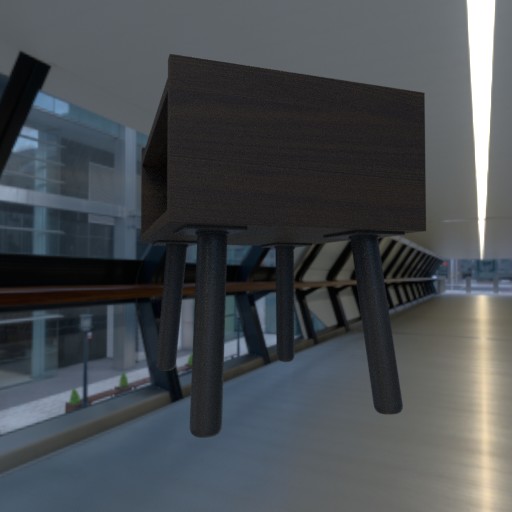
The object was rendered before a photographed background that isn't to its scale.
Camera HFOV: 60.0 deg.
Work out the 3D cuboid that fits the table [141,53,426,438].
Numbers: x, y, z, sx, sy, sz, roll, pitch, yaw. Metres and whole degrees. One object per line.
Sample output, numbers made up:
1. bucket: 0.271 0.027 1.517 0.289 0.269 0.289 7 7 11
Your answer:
1. table: 0.000 0.000 0.797 0.370 0.470 0.450 1 -2 -19
